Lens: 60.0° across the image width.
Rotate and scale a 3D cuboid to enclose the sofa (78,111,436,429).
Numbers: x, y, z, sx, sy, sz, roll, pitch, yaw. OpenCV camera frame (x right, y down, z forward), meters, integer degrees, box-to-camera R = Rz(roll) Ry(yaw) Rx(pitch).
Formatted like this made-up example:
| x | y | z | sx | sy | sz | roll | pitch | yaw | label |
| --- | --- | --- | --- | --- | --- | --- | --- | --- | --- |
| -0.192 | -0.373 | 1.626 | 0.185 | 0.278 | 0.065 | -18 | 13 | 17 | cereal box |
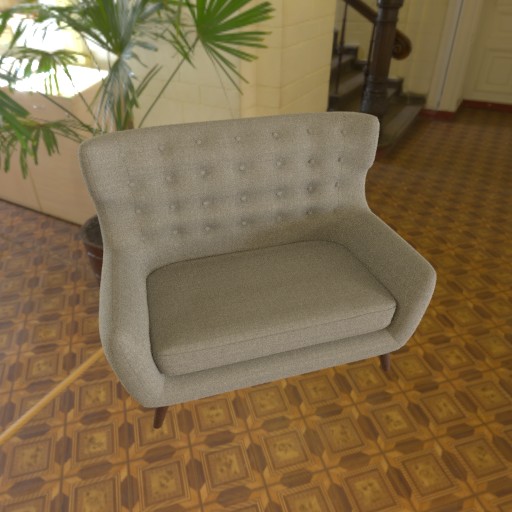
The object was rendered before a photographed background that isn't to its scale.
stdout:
| x | y | z | sx | sy | sz | roll | pitch | yaw | label |
| --- | --- | --- | --- | --- | --- | --- | --- | --- | --- |
| 0.000 | 0.000 | 2.014 | 1.386 | 1.028 | 0.884 | -10 | 35 | -14 | sofa |
